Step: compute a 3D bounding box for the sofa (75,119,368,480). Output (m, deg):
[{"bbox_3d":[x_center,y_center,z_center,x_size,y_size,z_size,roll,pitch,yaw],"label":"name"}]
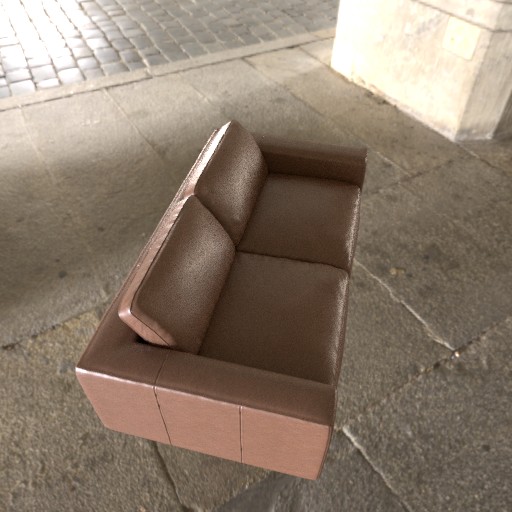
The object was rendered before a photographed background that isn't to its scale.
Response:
[{"bbox_3d":[0.000,0.000,2.435,1.070,0.800,1.920,10,47,10],"label":"sofa"}]
